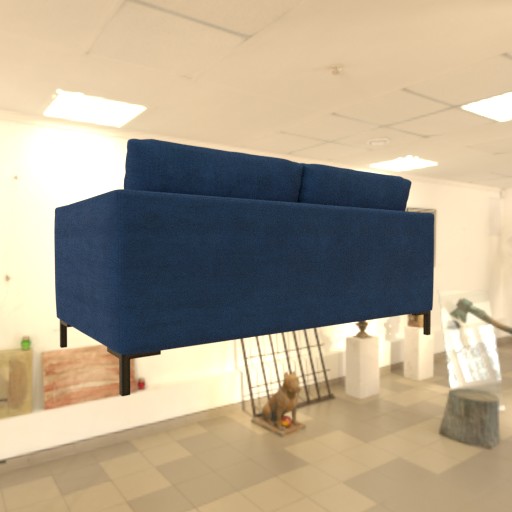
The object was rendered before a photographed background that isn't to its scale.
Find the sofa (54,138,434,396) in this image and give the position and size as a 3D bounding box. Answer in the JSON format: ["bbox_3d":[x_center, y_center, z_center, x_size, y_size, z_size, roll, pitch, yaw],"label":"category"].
[{"bbox_3d":[0.000,0.000,2.142,1.676,0.817,0.875,-1,1,-36],"label":"sofa"}]
